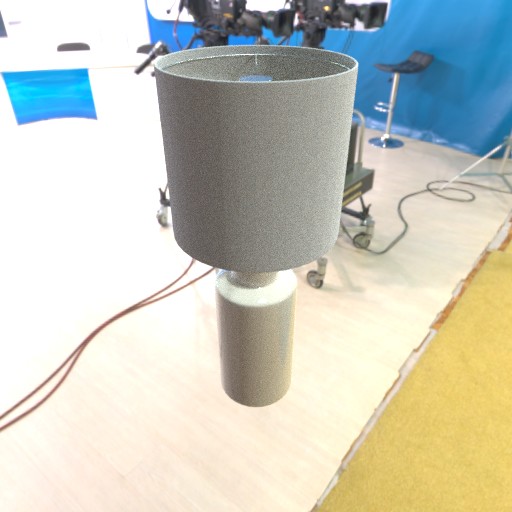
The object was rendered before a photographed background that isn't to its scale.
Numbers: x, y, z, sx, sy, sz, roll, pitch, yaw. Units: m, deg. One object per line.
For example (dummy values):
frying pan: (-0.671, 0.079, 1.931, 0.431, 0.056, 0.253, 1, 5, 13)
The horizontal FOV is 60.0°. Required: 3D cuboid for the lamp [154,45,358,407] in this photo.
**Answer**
lamp: (0.000, 0.000, 0.601, 0.212, 0.493, 0.212, 0, 33, 0)
